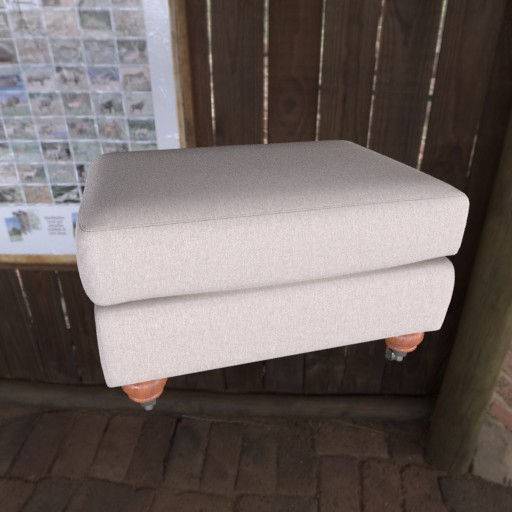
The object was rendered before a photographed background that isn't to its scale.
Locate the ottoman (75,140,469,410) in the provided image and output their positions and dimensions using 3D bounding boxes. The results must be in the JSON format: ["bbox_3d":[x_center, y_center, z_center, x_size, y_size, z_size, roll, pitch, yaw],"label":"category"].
[{"bbox_3d":[0.000,0.000,1.111,0.773,0.497,0.574,-7,26,-14],"label":"ottoman"}]
